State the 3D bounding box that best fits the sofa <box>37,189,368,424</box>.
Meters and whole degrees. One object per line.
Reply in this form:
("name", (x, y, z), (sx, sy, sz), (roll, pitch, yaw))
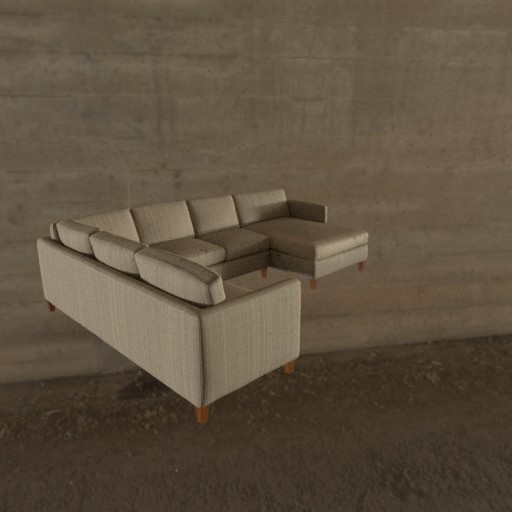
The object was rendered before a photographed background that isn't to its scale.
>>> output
("sofa", (0.000, 0.000, 4.608), (3.460, 0.961, 2.594), (-16, 23, -42))
